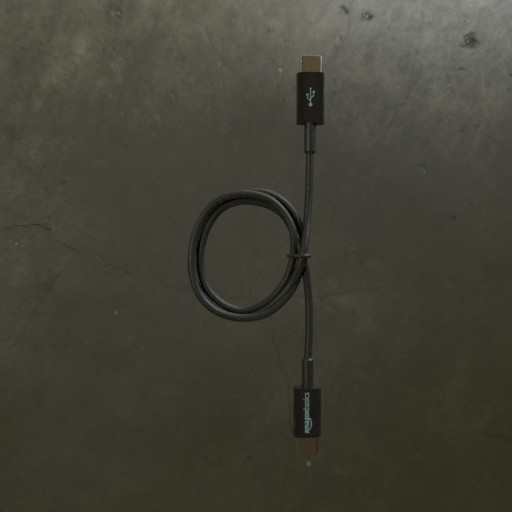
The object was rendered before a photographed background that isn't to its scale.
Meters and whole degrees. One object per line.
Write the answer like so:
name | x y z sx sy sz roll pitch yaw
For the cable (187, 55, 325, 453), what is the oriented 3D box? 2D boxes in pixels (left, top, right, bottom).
cable | 0.000 0.000 0.224 0.070 0.014 0.203 0 91 -1
